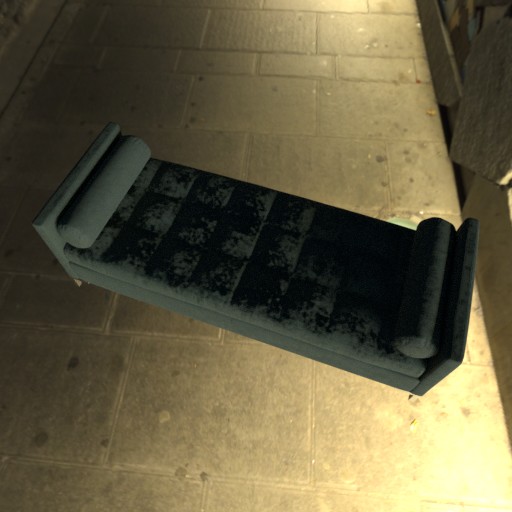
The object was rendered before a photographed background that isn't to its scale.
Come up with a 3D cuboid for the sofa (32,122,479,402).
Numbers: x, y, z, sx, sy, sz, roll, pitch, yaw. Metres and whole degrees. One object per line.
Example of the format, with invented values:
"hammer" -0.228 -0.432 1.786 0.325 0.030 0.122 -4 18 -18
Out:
"sofa" 0.000 0.000 2.449 2.102 0.657 0.797 17 60 10
